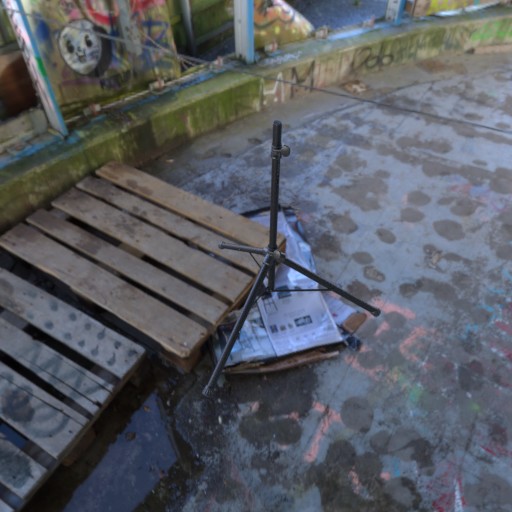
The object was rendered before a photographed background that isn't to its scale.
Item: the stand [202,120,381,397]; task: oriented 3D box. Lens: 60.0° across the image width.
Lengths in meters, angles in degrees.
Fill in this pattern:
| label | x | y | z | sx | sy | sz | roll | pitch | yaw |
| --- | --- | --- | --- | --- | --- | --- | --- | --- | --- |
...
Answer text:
| label | x | y | z | sx | sy | sz | roll | pitch | yaw |
| --- | --- | --- | --- | --- | --- | --- | --- | --- | --- |
| stand | 0.000 | 0.000 | 1.936 | 1.045 | 1.136 | 0.907 | 25 | 51 | 21 |
